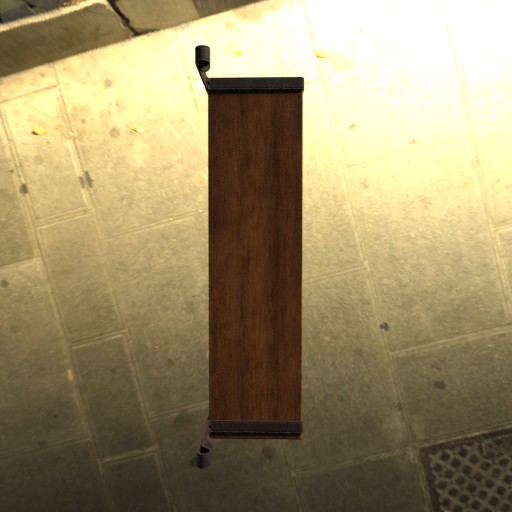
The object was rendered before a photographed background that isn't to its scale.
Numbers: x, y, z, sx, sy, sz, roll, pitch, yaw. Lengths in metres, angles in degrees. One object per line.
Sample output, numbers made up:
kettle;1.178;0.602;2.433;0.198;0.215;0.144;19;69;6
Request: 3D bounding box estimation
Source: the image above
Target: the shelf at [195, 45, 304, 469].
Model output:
shelf;0.000;0.000;0.718;0.146;0.330;0.567;0;92;2
